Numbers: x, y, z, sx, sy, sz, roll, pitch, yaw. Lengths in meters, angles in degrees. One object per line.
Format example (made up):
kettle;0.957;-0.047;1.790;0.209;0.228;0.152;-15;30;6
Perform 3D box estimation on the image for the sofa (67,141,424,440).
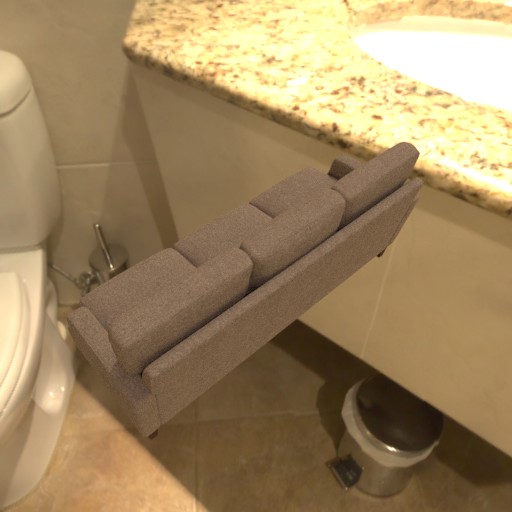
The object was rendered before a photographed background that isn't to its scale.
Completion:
sofa;0.000;0.000;2.641;2.115;0.984;0.888;-33;55;-28
